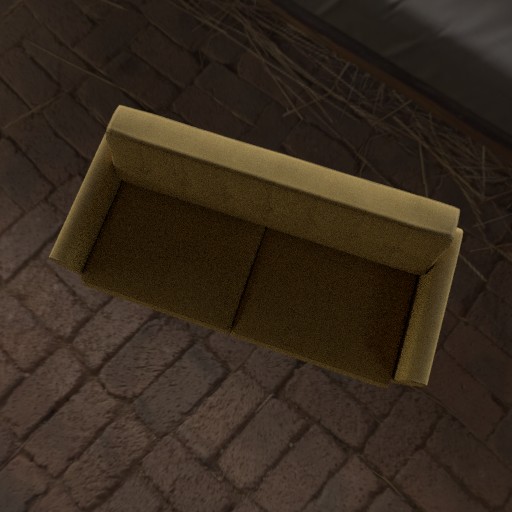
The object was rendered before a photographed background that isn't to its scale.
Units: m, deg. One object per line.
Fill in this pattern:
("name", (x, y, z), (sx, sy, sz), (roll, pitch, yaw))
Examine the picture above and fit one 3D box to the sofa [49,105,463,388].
("sofa", (0.000, 0.000, 2.474), (2.029, 0.841, 0.909), (18, 77, 4))
